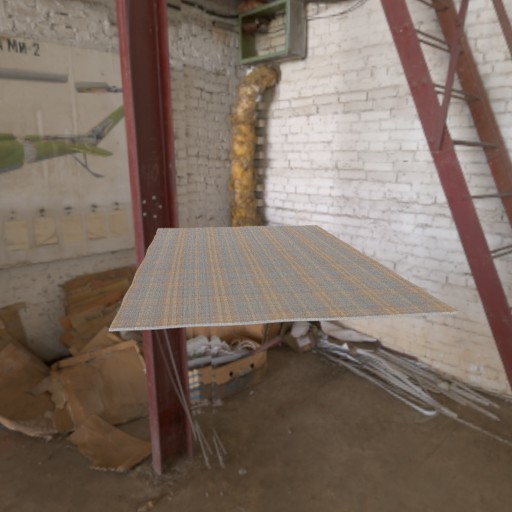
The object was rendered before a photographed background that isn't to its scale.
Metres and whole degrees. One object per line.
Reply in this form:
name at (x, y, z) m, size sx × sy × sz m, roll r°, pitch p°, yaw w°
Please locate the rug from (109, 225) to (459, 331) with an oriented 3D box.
rug at (0.000, 0.000, 3.091) m, size 1.545 × 0.016 × 2.460 m, roll -2°, pitch 13°, yaw -7°
